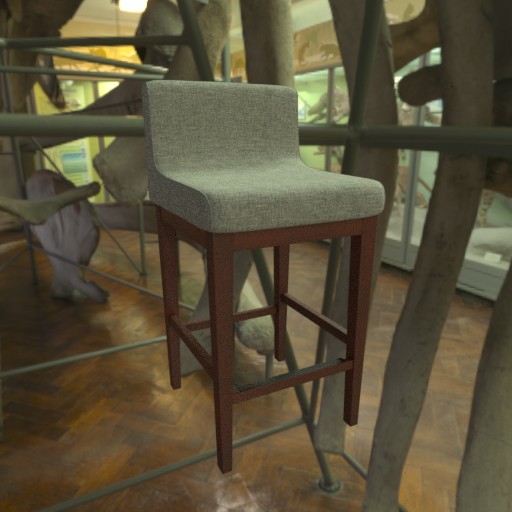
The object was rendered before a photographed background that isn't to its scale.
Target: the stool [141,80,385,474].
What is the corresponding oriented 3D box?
[{"bbox_3d":[0.000,0.000,1.102,0.417,0.835,0.459,-8,18,-26],"label":"stool"}]
